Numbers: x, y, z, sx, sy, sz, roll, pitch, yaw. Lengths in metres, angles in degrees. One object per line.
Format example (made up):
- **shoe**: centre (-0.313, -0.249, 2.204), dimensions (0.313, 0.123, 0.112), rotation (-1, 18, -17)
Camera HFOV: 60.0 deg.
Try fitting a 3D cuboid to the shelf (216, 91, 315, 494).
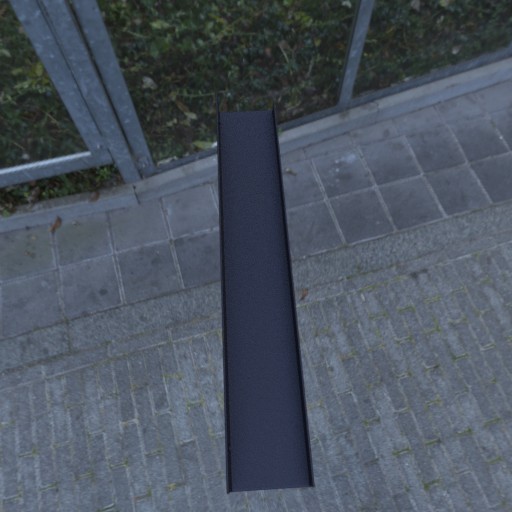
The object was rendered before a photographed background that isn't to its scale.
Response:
- **shelf**: centre (0.000, 0.000, 0.646), dimensions (0.102, 0.053, 0.605), rotation (-3, 64, -1)
